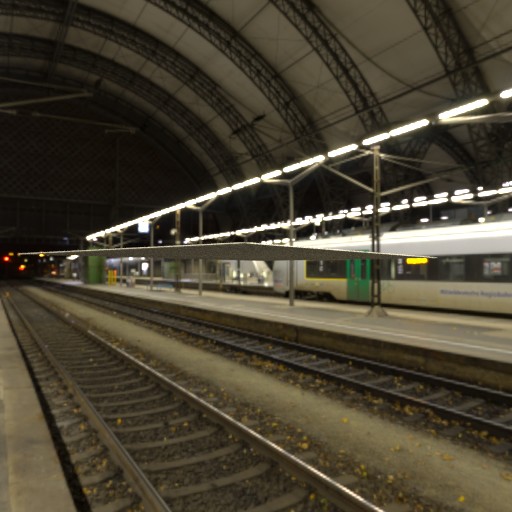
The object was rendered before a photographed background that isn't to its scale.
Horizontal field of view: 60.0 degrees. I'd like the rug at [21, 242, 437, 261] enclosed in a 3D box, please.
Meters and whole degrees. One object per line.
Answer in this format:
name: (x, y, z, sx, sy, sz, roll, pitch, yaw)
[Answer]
rug: (0.000, 0.000, 2.094, 1.190, 0.003, 1.634, -1, -2, 38)
